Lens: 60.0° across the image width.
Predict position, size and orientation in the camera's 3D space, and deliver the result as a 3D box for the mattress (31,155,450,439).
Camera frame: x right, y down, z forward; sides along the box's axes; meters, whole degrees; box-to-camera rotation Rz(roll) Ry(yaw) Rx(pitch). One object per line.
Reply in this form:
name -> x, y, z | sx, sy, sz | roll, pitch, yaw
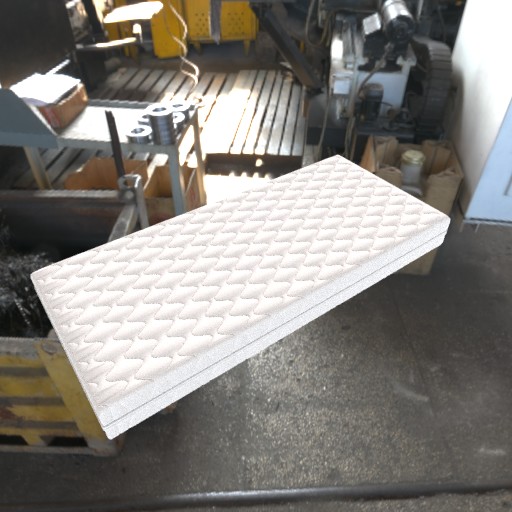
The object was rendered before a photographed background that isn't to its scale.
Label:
mattress -> 0.000, 0.000, 2.307 | 2.000, 0.200, 0.900 | -25, 47, -26
